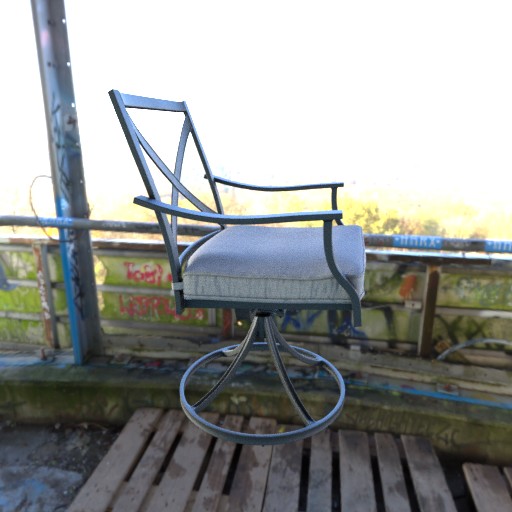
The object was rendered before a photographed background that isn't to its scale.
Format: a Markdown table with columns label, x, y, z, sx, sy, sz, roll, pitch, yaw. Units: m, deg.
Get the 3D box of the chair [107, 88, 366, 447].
| label | x | y | z | sx | sy | sz | roll | pitch | yaw |
| --- | --- | --- | --- | --- | --- | --- | --- | --- | --- |
| chair | 0.000 | 0.000 | 1.295 | 0.620 | 0.889 | 0.575 | 3 | 16 | 11 |
